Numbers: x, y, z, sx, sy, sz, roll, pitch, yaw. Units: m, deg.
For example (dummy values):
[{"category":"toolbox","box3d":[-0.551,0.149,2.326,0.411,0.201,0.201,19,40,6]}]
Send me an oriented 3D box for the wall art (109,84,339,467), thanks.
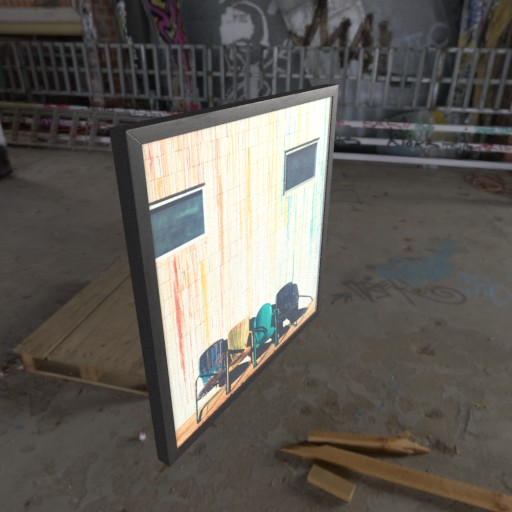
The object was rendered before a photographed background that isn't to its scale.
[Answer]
[{"category":"wall art","box3d":[0.000,0.000,1.139,0.039,0.763,0.763,17,32,30]}]
